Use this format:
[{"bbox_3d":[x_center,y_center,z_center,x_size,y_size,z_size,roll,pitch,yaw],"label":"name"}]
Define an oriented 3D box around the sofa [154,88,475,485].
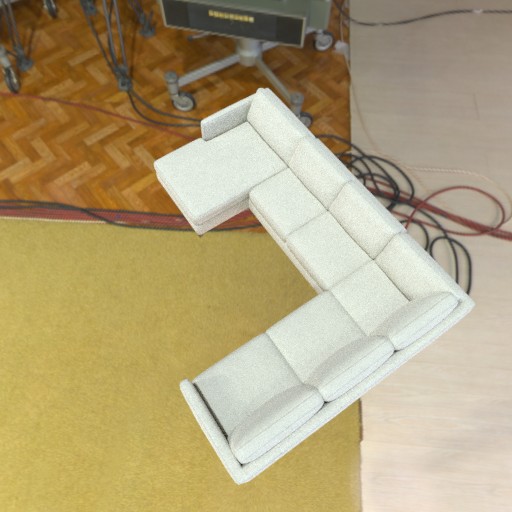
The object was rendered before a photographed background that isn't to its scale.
[{"bbox_3d":[0.000,0.000,4.399,2.551,0.853,3.238,-31,67,-15],"label":"sofa"}]
